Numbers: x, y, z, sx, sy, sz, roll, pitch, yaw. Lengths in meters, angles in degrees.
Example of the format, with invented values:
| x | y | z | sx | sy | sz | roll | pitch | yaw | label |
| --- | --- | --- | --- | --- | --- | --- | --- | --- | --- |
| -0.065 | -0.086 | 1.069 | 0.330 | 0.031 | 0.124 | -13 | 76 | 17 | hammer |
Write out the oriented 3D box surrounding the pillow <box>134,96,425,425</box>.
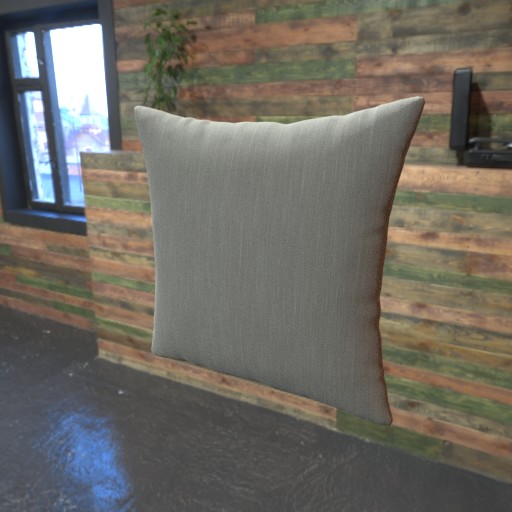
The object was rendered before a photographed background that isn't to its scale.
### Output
| x | y | z | sx | sy | sz | roll | pitch | yaw | label |
| --- | --- | --- | --- | --- | --- | --- | --- | --- | --- |
| 0.000 | 0.000 | 0.773 | 0.511 | 0.509 | 0.161 | 9 | 18 | 27 | pillow |
